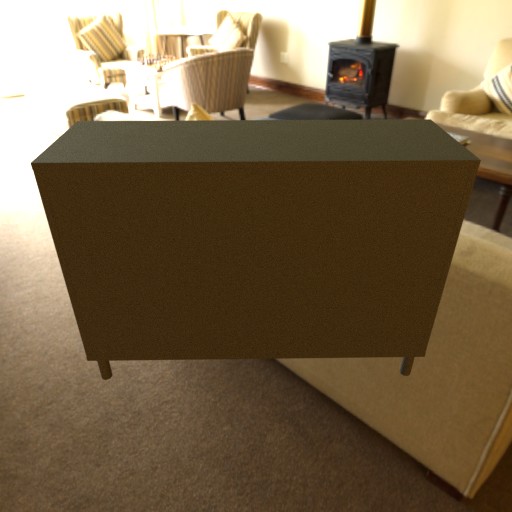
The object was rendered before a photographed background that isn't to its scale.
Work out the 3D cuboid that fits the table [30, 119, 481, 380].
[{"bbox_3d":[0.000,0.000,1.579,1.200,0.855,0.400,-1,33,-1],"label":"table"}]
